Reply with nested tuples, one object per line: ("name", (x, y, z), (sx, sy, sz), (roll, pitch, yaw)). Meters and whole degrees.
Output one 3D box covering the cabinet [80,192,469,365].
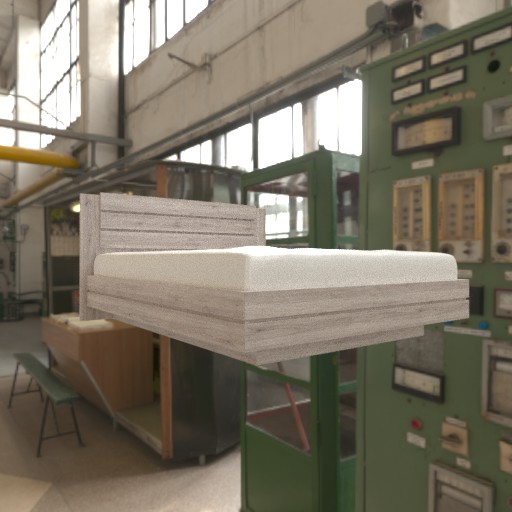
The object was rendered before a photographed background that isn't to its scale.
("cabinet", (0.000, 0.000, 3.012), (1.750, 0.970, 2.080), (0, 0, -37))
